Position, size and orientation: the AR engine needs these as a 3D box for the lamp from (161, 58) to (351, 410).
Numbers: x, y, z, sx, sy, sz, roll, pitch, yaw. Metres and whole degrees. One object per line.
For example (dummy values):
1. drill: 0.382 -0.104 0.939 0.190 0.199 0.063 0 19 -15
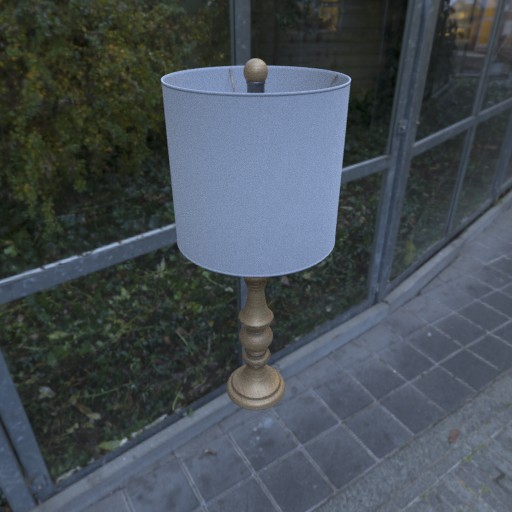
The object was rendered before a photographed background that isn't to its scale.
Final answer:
1. lamp: 0.000 0.000 0.730 0.250 0.597 0.250 -10 31 -17
